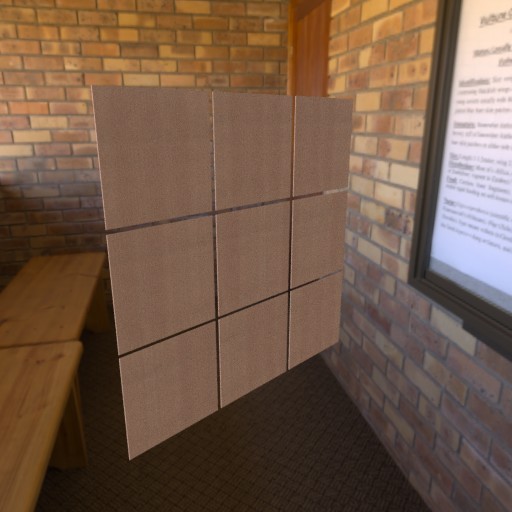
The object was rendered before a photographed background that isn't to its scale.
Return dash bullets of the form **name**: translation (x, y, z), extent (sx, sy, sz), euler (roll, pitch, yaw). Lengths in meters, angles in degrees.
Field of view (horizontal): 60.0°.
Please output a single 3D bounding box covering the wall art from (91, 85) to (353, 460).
- **wall art**: translation (0.000, 0.000, 2.187), extent (1.517, 1.505, 0.002), euler (-16, 23, -42)
